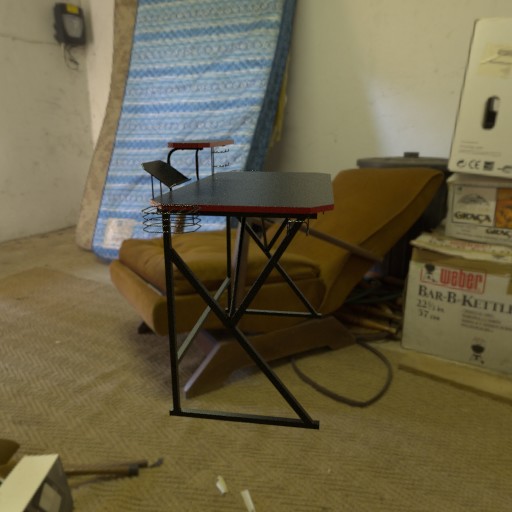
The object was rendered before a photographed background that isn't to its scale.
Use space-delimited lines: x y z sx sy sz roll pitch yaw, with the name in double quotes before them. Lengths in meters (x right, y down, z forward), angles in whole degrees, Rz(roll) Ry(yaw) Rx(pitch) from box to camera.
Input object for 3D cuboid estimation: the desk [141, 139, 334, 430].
"desk" 0.000 0.000 1.818 0.588 0.913 1.280 2 16 8
